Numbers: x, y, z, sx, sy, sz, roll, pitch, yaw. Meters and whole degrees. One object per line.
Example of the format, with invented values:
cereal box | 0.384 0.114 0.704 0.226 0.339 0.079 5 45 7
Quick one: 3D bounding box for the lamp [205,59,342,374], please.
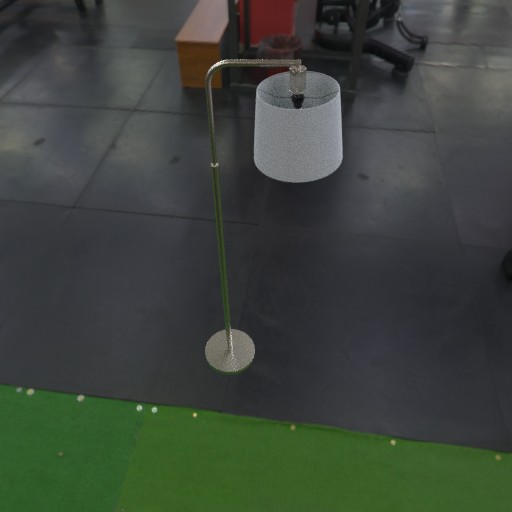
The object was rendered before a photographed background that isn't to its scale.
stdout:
lamp | 0.000 0.000 1.656 0.508 1.478 0.254 8 48 7
